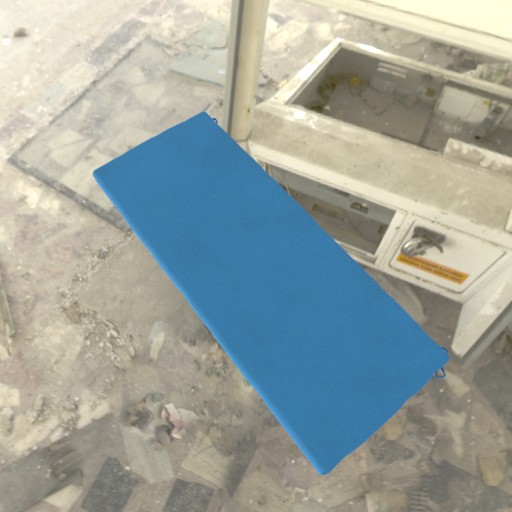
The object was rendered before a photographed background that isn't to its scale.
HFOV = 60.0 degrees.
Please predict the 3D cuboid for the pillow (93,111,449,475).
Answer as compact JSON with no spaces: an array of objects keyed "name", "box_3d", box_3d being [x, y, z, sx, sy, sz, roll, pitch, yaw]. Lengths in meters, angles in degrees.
[{"name":"pillow","box_3d":[0.000,0.000,1.340,0.492,0.081,1.187,-35,67,-17]}]
